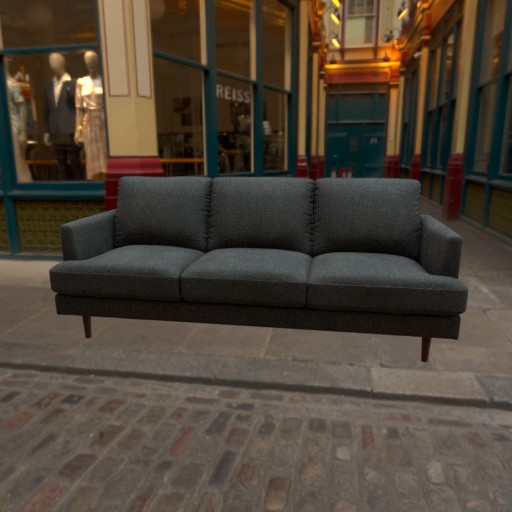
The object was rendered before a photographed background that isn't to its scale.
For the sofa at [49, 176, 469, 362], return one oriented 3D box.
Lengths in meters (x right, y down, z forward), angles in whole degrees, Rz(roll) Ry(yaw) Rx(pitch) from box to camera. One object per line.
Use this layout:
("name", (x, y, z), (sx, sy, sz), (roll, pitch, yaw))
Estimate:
("sofa", (0.000, 0.000, 2.729), (2.246, 0.930, 0.903), (2, 14, 9))
